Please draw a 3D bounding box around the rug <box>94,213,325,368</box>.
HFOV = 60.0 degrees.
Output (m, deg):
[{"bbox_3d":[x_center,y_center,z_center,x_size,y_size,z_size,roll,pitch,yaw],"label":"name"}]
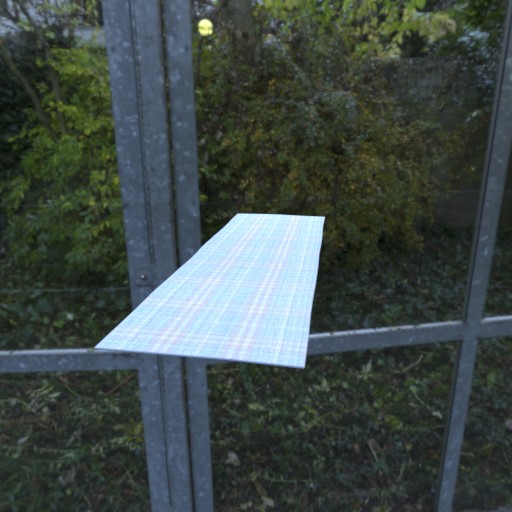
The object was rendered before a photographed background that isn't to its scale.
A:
[{"bbox_3d":[0.000,0.000,2.692,0.762,0.013,2.439,3,17,10],"label":"rug"}]
